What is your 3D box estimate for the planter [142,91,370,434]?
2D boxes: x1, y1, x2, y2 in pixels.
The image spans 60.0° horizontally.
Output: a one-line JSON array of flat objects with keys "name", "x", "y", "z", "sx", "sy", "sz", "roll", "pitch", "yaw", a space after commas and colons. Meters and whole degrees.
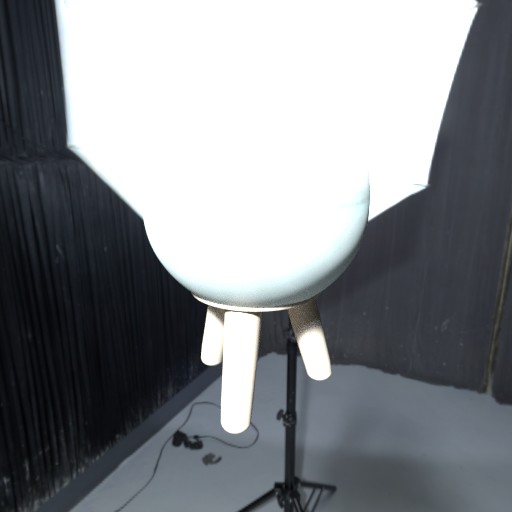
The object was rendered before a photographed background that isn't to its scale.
[{"name": "planter", "x": 0.000, "y": 0.000, "z": 0.334, "sx": 0.161, "sy": 0.224, "sz": 0.161, "roll": 0, "pitch": 15, "yaw": 0}]
